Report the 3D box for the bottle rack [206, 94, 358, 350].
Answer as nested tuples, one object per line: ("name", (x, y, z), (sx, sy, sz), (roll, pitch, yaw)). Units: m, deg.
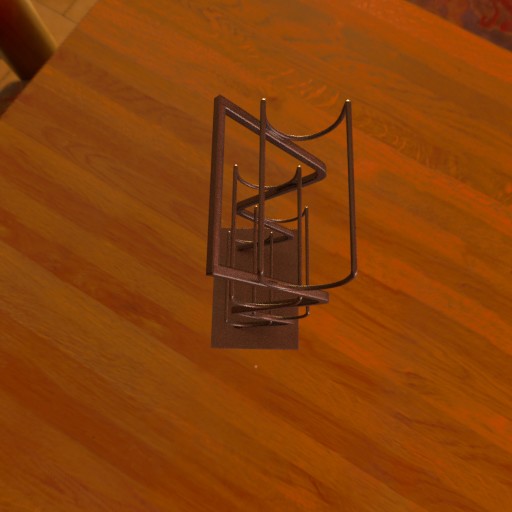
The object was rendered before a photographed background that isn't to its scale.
("bottle rack", (0.000, 0.000, 0.666), (0.178, 0.559, 0.254), (1, 76, 0))
